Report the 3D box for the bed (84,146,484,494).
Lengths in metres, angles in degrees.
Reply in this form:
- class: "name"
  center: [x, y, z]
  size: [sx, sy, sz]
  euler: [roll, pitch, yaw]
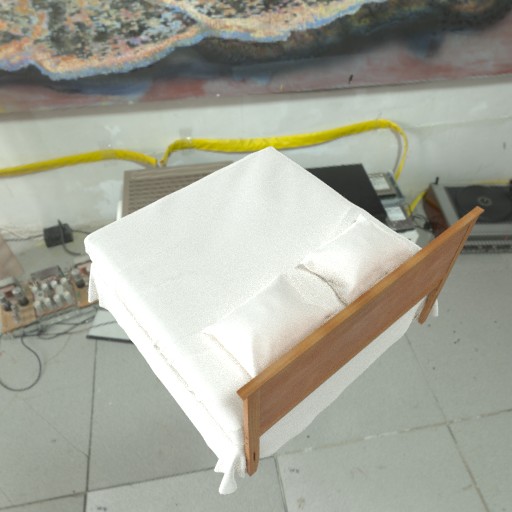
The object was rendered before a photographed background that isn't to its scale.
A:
- class: "bed"
  center: [0.000, 0.000, 3.452]
  size: [2.317, 1.270, 2.215]
  euler: [-32, 55, -25]
